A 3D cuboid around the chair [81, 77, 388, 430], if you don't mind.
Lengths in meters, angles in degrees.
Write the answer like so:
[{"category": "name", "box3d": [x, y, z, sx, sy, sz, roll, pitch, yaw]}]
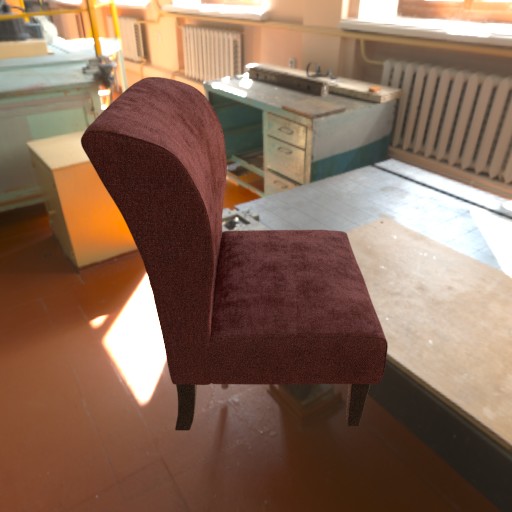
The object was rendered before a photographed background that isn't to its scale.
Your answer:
[{"category": "chair", "box3d": [0.000, 0.000, 1.209, 0.640, 0.846, 0.538, 0, 32, 0]}]
